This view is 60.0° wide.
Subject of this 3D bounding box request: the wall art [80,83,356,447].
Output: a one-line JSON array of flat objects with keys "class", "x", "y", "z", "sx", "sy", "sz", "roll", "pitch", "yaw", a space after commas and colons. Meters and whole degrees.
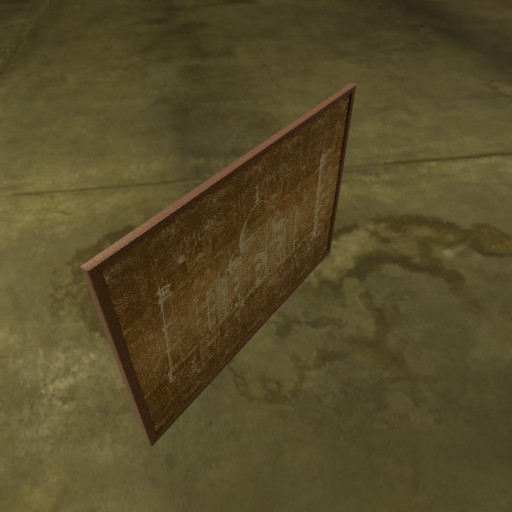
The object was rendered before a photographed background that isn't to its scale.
[{"class": "wall art", "x": 0.000, "y": 0.000, "z": 0.852, "sx": 0.014, "sy": 0.455, "sz": 0.660, "roll": 27, "pitch": 49, "yaw": 26}]
